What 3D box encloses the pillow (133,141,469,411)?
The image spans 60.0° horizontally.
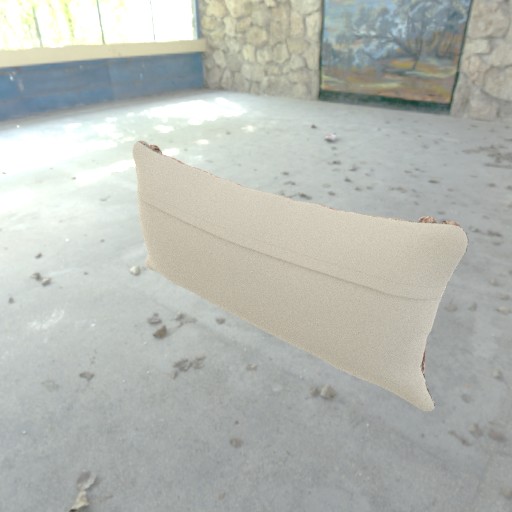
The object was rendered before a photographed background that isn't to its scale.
[{"bbox_3d":[0.000,0.000,0.725,0.635,0.282,0.139,22,35,35],"label":"pillow"}]
